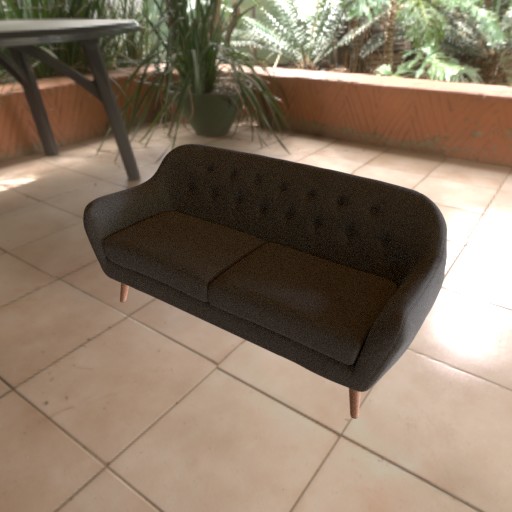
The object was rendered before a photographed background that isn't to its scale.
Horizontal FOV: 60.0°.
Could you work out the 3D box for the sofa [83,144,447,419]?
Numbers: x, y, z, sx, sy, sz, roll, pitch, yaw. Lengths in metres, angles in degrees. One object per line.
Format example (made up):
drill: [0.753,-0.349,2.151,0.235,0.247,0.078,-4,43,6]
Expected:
sofa: [0.000,0.000,2.347,1.840,0.820,0.820,19,35,30]
